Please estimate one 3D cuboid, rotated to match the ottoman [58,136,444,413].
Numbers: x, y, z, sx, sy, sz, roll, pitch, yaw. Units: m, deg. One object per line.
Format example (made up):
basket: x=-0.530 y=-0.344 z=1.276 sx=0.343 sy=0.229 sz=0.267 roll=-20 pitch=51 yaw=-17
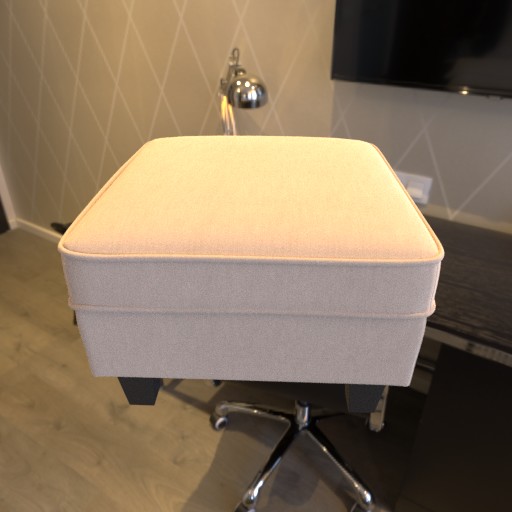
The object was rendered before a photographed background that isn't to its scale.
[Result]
ottoman: x=0.000 y=0.000 z=1.004 sx=0.613 sy=0.438 sz=0.616 roll=1 pitch=31 yaw=2
